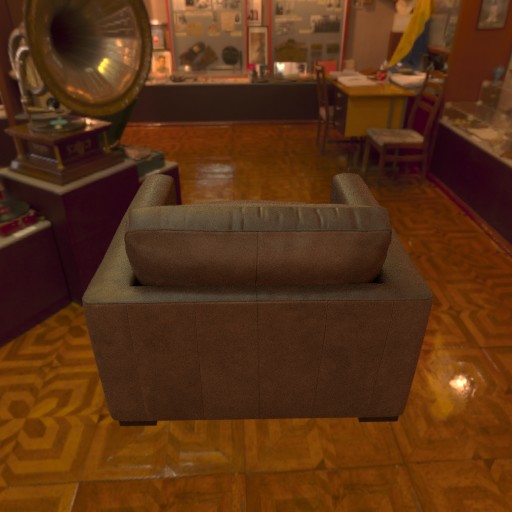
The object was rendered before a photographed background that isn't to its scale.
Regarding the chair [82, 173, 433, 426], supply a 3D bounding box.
[{"bbox_3d":[0.000,0.000,1.836,1.100,0.812,1.069,-1,31,-1],"label":"chair"}]
